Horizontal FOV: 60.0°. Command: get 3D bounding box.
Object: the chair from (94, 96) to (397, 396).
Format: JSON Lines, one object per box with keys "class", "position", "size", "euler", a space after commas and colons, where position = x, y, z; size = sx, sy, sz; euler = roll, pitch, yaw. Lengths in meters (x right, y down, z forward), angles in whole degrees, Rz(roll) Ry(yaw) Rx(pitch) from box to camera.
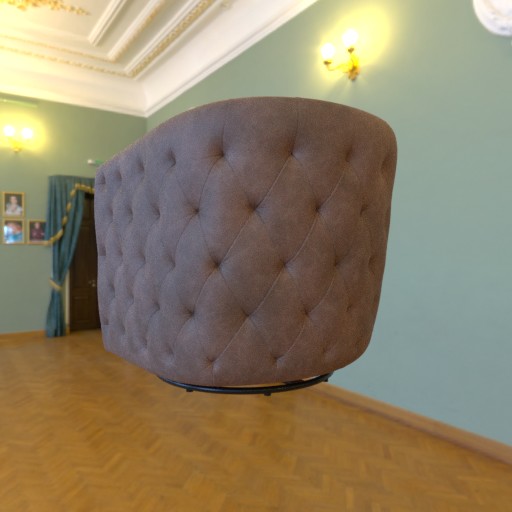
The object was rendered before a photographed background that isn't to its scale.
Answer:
{"class": "chair", "position": [0.000, 0.000, 1.501], "size": [0.850, 0.790, 0.870], "euler": [0, 1, -36]}
